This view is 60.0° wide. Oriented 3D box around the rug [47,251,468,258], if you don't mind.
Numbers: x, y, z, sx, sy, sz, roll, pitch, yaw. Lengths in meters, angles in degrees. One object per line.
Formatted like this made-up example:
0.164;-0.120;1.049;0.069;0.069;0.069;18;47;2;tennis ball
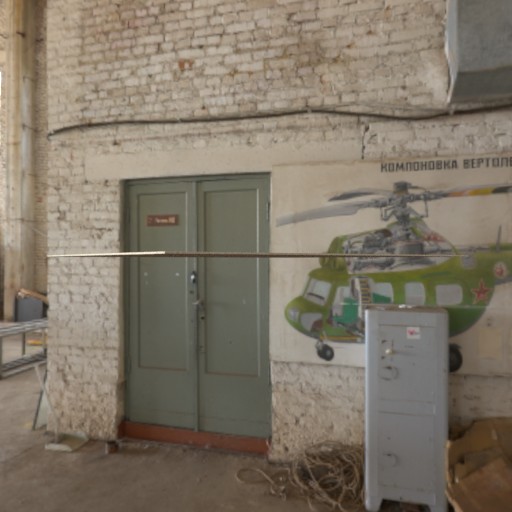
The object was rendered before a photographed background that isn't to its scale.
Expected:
0.000;0.000;3.484;2.584;0.011;2.073;0;-1;-38;rug
